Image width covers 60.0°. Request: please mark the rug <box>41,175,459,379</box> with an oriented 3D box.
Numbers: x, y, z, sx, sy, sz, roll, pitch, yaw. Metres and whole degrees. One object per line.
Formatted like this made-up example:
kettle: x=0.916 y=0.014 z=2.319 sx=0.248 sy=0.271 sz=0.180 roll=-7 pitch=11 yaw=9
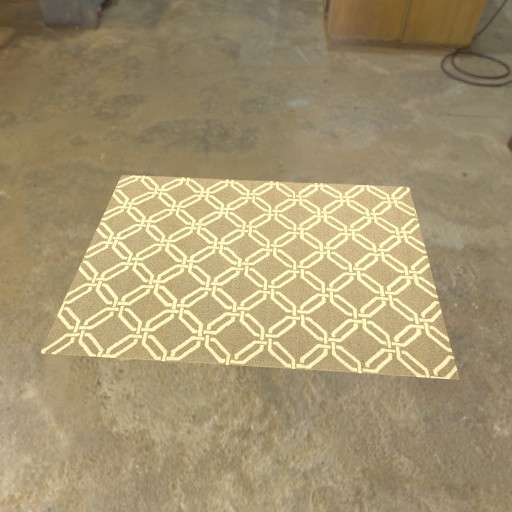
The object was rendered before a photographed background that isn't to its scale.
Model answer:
rug: x=0.000 y=0.000 z=4.424 sx=3.419 sy=0.020 sz=2.441 roll=3 pitch=47 yaw=3
